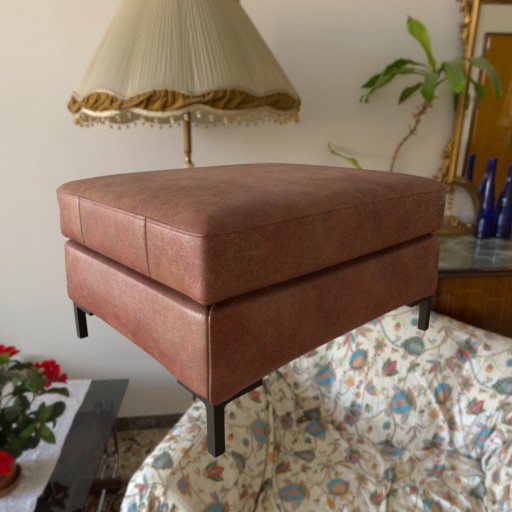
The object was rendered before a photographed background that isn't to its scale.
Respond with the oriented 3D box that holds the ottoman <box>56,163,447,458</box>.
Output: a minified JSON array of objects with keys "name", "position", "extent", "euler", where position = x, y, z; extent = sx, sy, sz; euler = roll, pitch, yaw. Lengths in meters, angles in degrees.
[{"name":"ottoman","position":[0.000,0.000,1.754],"extent":[1.186,0.667,0.965],"euler":[-15,22,-40]}]
